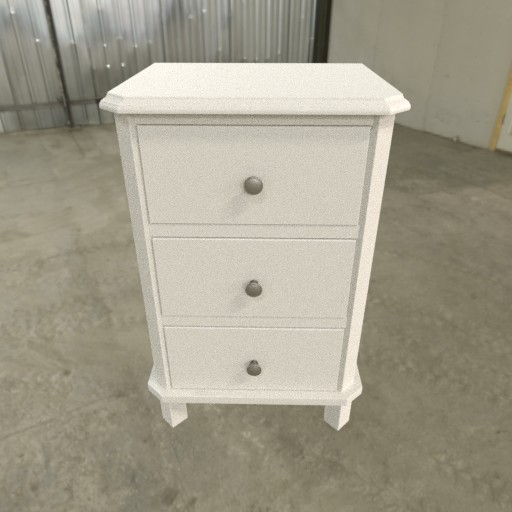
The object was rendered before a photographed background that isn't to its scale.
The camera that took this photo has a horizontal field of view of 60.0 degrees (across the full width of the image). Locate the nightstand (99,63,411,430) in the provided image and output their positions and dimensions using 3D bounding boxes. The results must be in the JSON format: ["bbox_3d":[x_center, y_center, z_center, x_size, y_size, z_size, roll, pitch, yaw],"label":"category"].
[{"bbox_3d":[0.000,0.000,0.901,0.435,0.681,0.351,1,31,1],"label":"nightstand"}]
